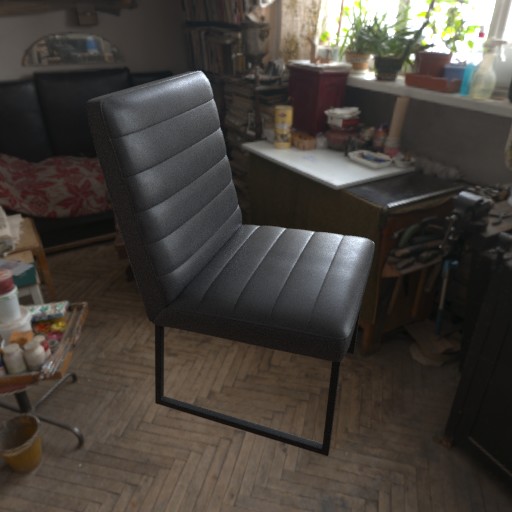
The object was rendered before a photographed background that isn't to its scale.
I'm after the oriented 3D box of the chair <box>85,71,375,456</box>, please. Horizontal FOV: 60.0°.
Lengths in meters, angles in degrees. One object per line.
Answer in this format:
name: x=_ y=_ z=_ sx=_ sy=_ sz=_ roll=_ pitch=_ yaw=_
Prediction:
chair: x=0.000 y=0.000 z=1.288 sx=0.634 sy=0.930 sz=0.520 roll=10 pitch=31 yaw=17
